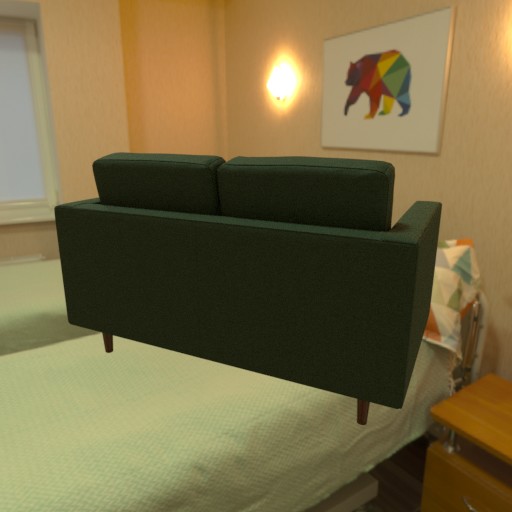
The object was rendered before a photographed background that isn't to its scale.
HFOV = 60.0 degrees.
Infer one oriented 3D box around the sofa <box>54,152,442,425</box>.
[{"bbox_3d":[0.000,0.000,1.960,1.430,0.899,0.879,8,18,25],"label":"sofa"}]
